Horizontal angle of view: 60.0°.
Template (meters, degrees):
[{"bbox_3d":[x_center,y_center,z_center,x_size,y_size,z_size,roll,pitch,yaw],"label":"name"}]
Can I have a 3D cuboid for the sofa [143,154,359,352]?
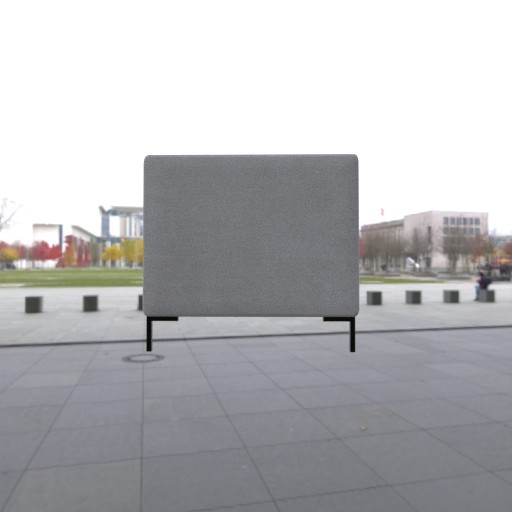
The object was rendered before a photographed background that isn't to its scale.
[{"bbox_3d":[0.000,0.000,2.368,0.686,0.635,1.981,0,-1,1],"label":"sofa"}]
